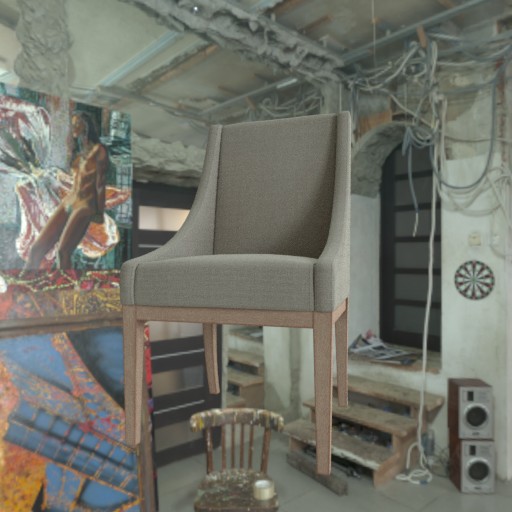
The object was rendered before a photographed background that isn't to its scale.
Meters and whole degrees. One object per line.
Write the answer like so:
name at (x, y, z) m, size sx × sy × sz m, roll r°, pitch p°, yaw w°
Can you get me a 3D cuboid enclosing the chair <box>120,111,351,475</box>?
chair at (0.000, 0.000, 1.386) m, size 0.575 × 1.021 × 0.611 m, roll 0°, pitch -1°, yaw 18°
